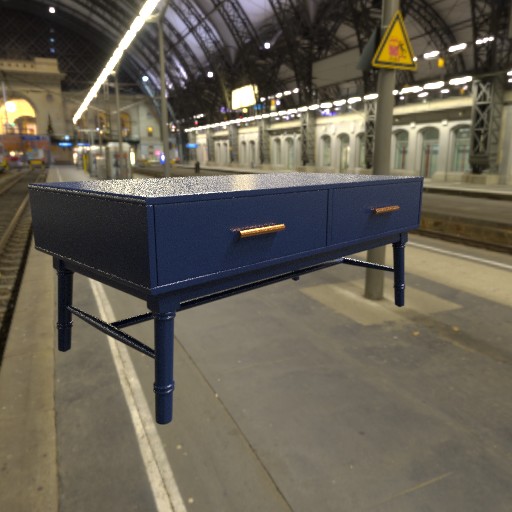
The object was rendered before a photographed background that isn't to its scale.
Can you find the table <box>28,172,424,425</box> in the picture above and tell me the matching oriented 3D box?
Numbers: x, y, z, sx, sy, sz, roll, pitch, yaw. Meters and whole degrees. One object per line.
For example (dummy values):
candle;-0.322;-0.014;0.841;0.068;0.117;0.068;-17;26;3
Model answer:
table;0.000;0.000;1.345;0.572;0.457;1.067;12;18;43
